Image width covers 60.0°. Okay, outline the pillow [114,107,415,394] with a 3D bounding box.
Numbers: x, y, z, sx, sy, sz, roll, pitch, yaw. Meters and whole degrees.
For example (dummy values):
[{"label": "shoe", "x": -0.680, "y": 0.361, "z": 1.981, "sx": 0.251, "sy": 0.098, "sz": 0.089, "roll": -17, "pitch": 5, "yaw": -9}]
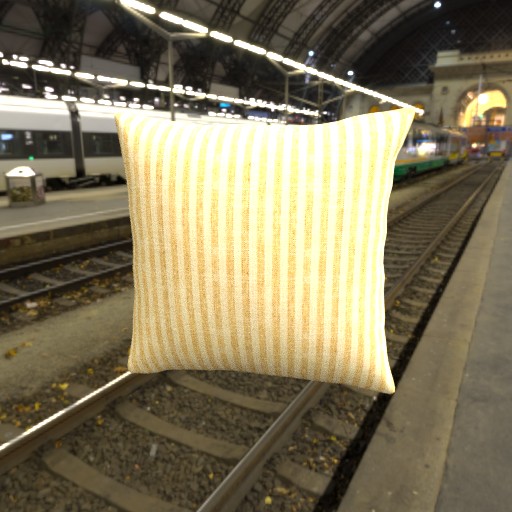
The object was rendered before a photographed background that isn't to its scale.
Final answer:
[{"label": "pillow", "x": 0.000, "y": 0.000, "z": 0.646, "sx": 0.419, "sy": 0.407, "sz": 0.173, "roll": 2, "pitch": 14, "yaw": 8}]
